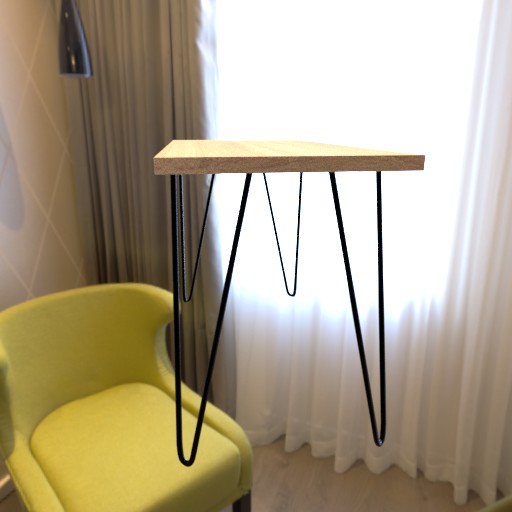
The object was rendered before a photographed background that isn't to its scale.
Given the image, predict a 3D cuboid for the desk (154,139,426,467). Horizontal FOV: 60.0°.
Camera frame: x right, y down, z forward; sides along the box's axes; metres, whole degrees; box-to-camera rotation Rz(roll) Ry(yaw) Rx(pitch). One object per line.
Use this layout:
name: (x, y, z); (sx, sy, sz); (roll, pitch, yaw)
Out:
desk: (0.000, 0.000, 1.358); (0.499, 0.660, 0.991); (-2, 16, -8)
